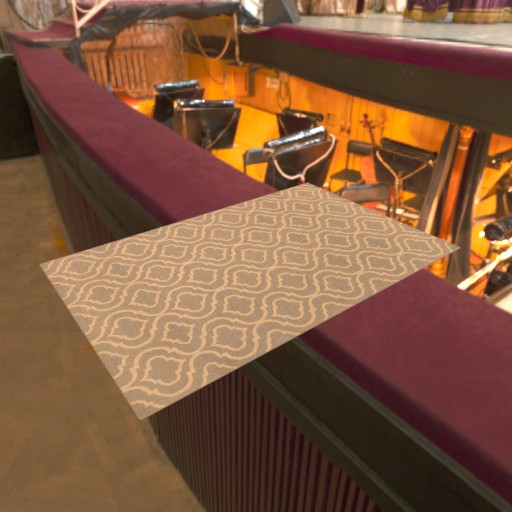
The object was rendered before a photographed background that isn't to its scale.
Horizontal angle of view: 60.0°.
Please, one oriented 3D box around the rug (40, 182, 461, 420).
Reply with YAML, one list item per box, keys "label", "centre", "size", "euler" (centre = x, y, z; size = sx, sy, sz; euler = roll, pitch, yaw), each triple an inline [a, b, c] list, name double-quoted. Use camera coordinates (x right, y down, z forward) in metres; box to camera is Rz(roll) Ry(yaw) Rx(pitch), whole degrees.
- label: "rug"
  centre: [0.000, 0.000, 2.190]
  size: [1.749, 0.015, 1.141]
  euler: [-21, 37, -31]
